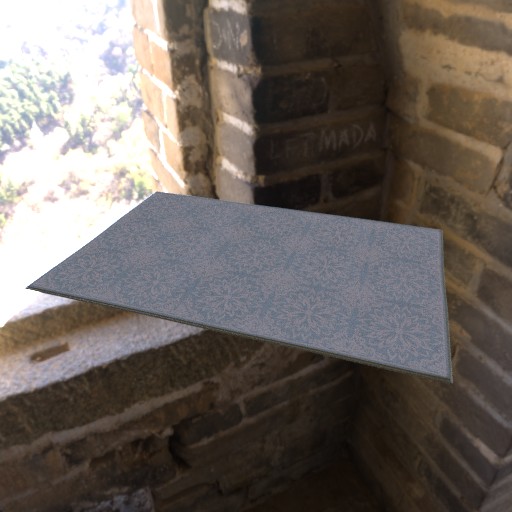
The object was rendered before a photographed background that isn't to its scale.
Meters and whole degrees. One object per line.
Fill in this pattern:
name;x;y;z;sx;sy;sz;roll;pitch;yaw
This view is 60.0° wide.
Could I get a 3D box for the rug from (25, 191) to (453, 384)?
rug;0.000;0.000;3.408;2.746;0.018;1.819;10;32;16
